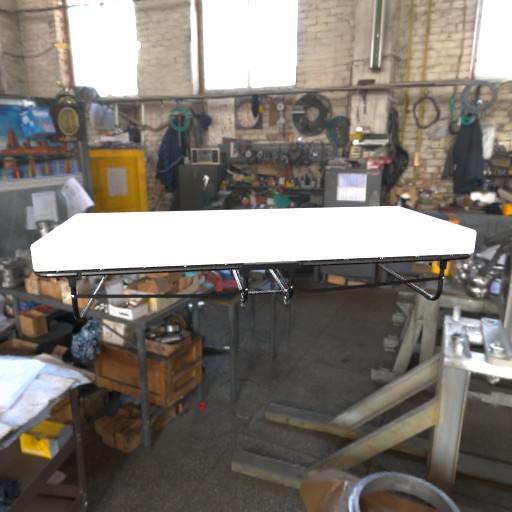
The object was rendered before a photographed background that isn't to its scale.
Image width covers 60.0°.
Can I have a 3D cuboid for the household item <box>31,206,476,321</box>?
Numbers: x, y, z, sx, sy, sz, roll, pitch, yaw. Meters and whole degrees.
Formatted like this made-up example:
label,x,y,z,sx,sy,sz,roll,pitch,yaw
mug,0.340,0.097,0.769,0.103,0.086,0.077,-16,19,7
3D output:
label,x,y,z,sx,sy,sz,roll,pitch,yaw
household item,0.000,0.000,2.211,1.905,0.356,0.787,-2,15,-9
